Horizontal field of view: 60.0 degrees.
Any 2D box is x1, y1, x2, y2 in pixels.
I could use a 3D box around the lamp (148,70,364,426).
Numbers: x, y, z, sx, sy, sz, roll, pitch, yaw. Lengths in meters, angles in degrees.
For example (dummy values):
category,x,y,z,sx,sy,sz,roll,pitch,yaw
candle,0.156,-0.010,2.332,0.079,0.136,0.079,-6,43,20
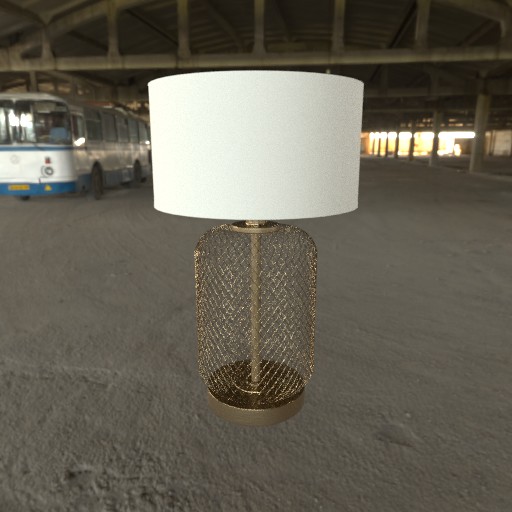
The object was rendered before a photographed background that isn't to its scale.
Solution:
category,x,y,z,sx,sy,sz,roll,pitch,yaw
lamp,0.000,0.000,0.809,0.353,0.578,0.353,0,14,0
